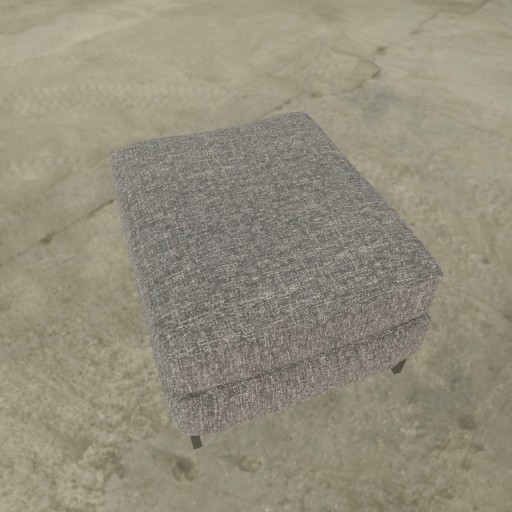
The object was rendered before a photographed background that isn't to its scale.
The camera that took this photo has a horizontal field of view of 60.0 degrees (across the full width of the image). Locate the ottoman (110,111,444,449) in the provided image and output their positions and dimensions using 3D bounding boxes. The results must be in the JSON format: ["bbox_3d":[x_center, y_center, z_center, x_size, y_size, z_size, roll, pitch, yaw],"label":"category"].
[{"bbox_3d":[0.000,0.000,1.267,0.683,0.480,0.828,-15,49,-14],"label":"ottoman"}]
